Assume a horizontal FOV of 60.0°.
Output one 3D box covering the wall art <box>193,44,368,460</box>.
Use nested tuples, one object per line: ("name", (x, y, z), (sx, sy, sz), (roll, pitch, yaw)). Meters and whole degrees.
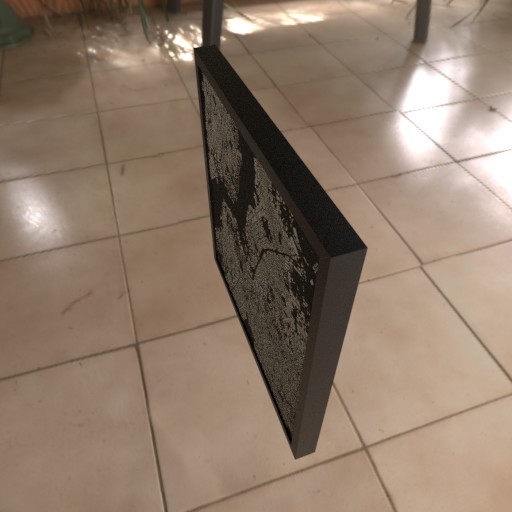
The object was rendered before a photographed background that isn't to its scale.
("wall art", (0.000, 0.000, 0.751), (0.038, 0.506, 0.506), (-14, 48, -13))
